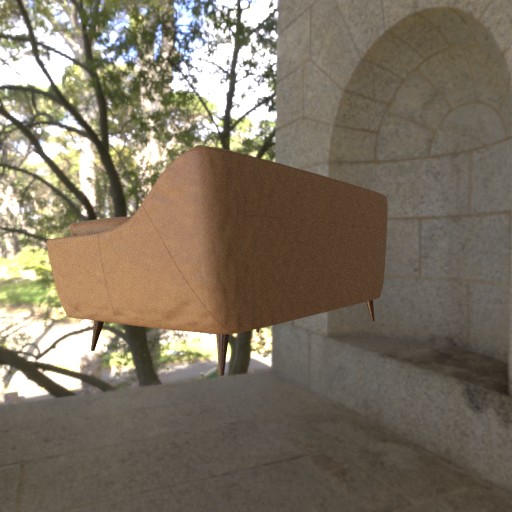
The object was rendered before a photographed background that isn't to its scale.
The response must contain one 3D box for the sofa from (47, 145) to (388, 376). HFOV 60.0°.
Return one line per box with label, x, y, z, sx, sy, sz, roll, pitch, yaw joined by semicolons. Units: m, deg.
sofa;0.000;0.000;2.421;0.904;0.839;1.902;1;1;36
